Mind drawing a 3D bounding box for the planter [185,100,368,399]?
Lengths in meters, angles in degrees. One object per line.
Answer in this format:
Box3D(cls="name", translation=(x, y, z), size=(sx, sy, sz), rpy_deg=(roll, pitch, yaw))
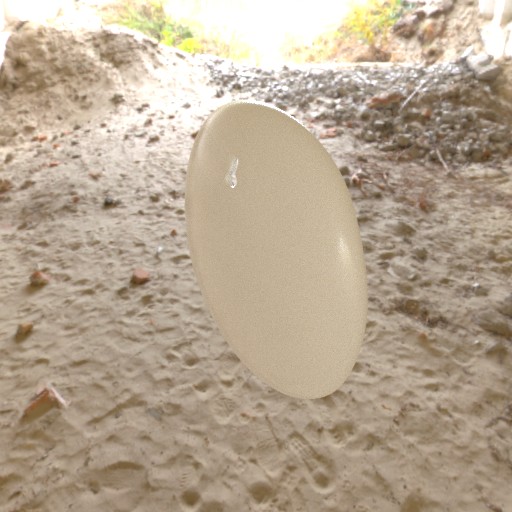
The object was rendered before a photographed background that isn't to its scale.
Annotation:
Box3D(cls="planter", translation=(0.000, 0.000, 0.282), size=(0.043, 0.188, 0.185), rpy_deg=(-17, 32, -30))
